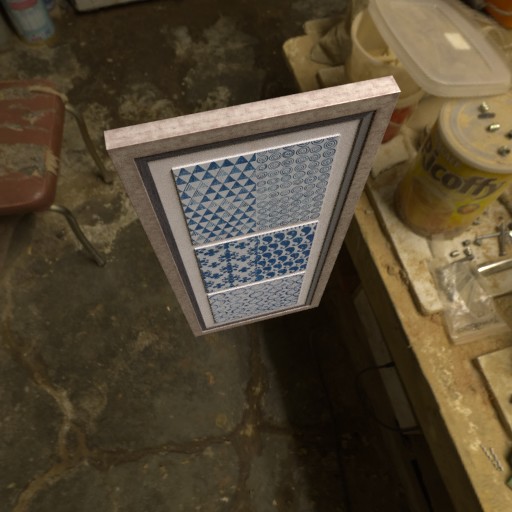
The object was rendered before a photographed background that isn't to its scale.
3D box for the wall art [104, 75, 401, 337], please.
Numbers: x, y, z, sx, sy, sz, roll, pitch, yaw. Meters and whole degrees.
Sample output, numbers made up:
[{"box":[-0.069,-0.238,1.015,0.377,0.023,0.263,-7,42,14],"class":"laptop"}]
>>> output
[{"box":[0.000,0.000,1.614,0.648,1.461,0.051,-13,65,-6],"class":"wall art"}]
